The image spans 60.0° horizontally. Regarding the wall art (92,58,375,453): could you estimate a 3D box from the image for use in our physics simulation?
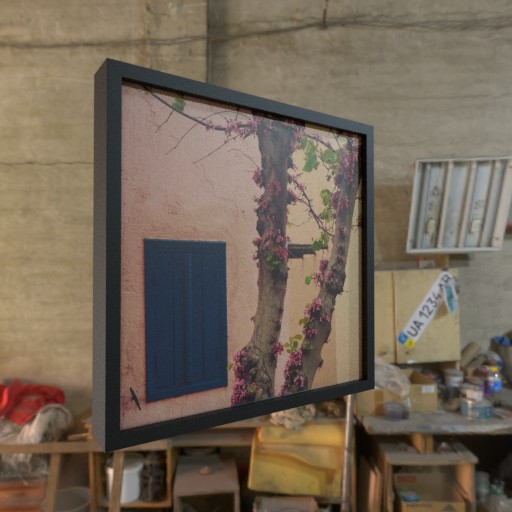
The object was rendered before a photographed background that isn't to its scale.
[{"bbox_3d":[0.000,0.000,0.442,0.305,0.304,0.038,1,-1,-34],"label":"wall art"}]
